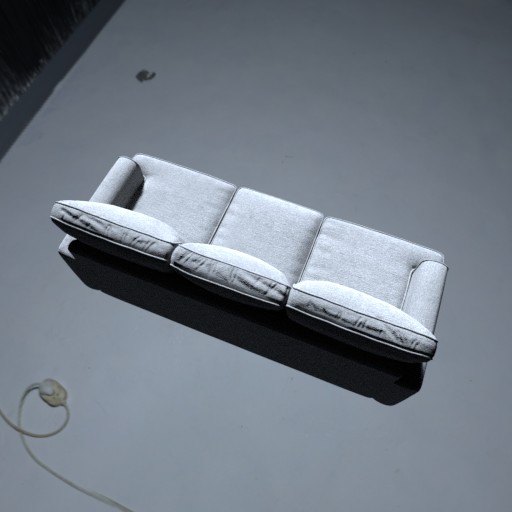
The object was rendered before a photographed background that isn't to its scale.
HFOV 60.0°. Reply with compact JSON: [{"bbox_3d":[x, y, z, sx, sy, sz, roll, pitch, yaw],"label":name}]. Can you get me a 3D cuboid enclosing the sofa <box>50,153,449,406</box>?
[{"bbox_3d":[0.000,0.000,2.679,2.158,0.965,0.951,20,65,10],"label":"sofa"}]
